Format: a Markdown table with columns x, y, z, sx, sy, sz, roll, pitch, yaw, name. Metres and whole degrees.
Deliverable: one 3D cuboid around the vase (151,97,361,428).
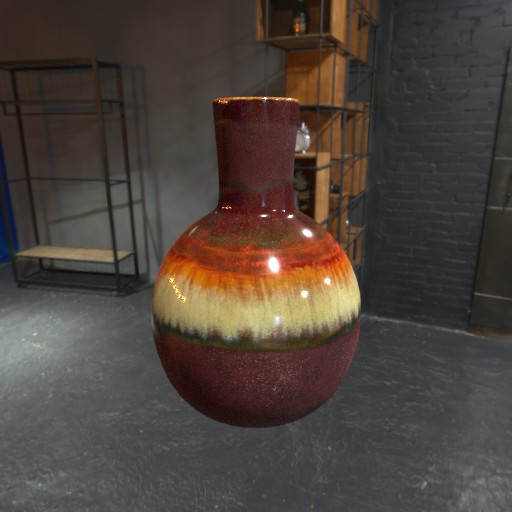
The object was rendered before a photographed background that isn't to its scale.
| x | y | z | sx | sy | sz | roll | pitch | yaw | name |
| --- | --- | --- | --- | --- | --- | --- | --- | --- | --- |
| 0.000 | 0.000 | 0.232 | 0.111 | 0.154 | 0.111 | 0 | 16 | 0 | vase |
